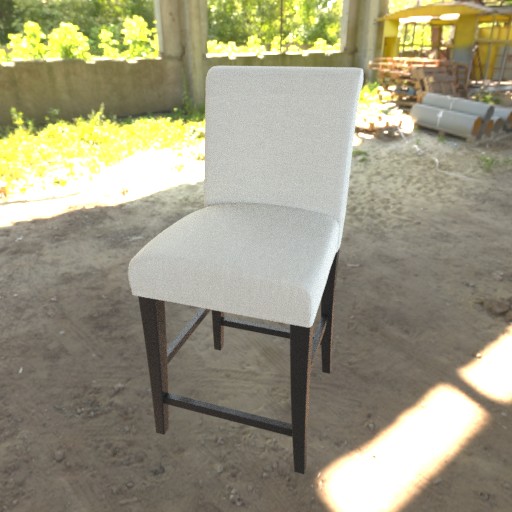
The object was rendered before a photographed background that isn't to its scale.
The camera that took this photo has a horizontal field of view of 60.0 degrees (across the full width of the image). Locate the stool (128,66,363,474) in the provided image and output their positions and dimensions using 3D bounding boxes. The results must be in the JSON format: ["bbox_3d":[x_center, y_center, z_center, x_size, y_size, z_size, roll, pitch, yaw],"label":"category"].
[{"bbox_3d":[0.000,0.000,1.265,0.452,0.976,0.597,8,27,17],"label":"stool"}]
